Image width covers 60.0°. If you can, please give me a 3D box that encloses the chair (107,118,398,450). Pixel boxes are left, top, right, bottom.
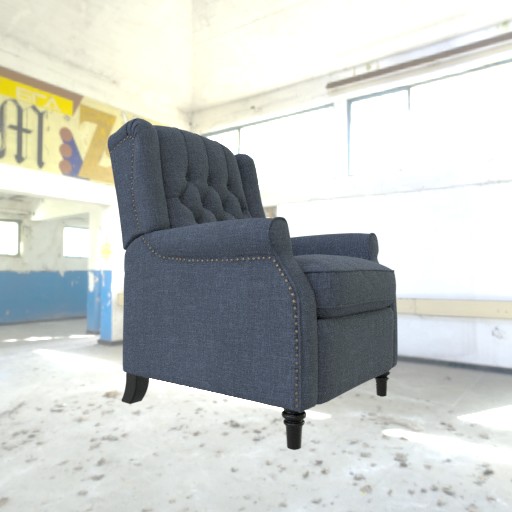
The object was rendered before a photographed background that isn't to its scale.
[{"bbox_3d":[0.000,0.000,1.628,0.898,1.035,0.742,-1,-2,37],"label":"chair"}]
